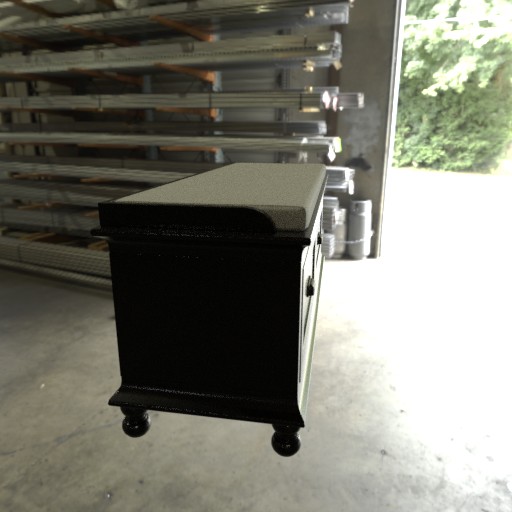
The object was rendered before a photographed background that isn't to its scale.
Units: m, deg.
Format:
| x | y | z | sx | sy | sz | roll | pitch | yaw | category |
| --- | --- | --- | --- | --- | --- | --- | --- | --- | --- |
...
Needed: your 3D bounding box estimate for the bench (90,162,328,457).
| x | y | z | sx | sy | sz | roll | pitch | yaw | category |
| --- | --- | --- | --- | --- | --- | --- | --- | --- | --- |
| 0.000 | 0.000 | 1.389 | 0.402 | 0.501 | 1.185 | 3 | 16 | 10 | bench |
